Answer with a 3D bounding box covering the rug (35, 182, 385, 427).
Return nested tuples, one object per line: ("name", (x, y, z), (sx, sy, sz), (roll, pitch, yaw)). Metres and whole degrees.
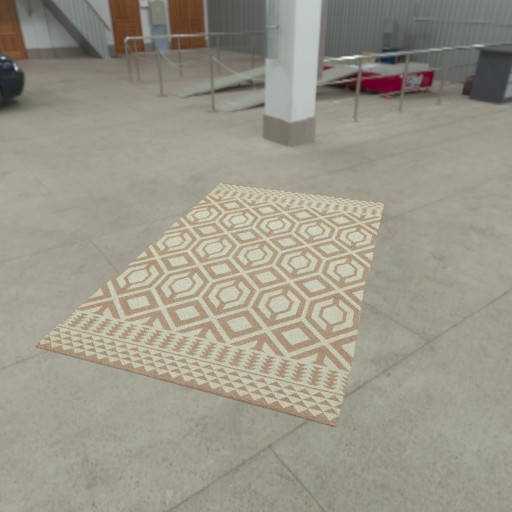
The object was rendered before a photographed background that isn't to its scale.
("rug", (0.000, 0.000, 3.010), (1.526, 0.011, 2.435), (10, 31, 16))
